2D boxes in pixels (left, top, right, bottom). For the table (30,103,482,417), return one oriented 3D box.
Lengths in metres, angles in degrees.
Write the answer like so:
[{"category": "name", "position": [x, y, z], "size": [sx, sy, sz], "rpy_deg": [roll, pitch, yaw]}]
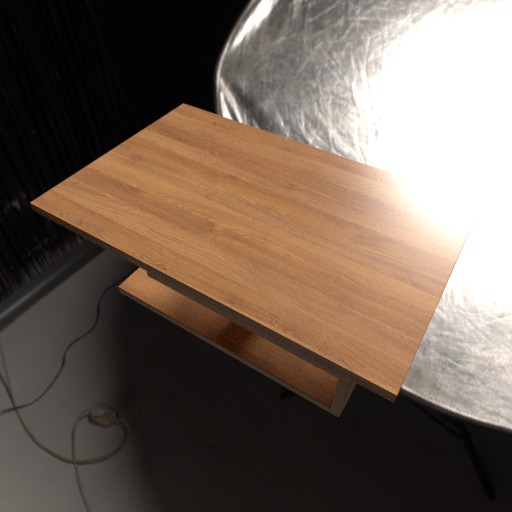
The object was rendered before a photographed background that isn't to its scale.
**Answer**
[{"category": "table", "position": [0.000, 0.000, 1.435], "size": [1.100, 0.442, 0.700], "rpy_deg": [25, 51, 22]}]
